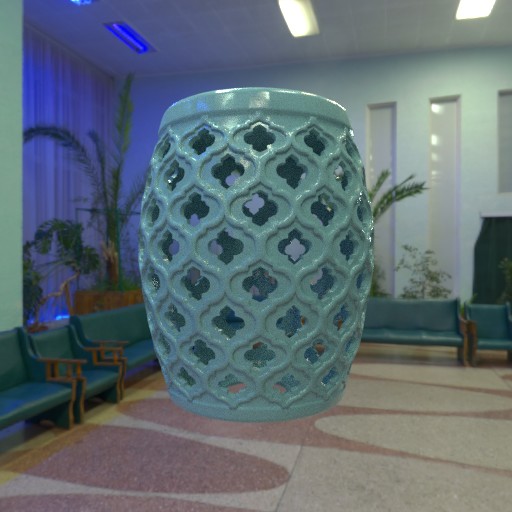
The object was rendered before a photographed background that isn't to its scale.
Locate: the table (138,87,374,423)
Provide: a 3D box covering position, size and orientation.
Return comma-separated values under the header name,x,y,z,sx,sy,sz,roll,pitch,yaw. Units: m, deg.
name,x,y,z,sx,sy,sz,roll,pitch,yaw
table,0.000,0.000,0.632,0.325,0.388,0.325,0,0,0
